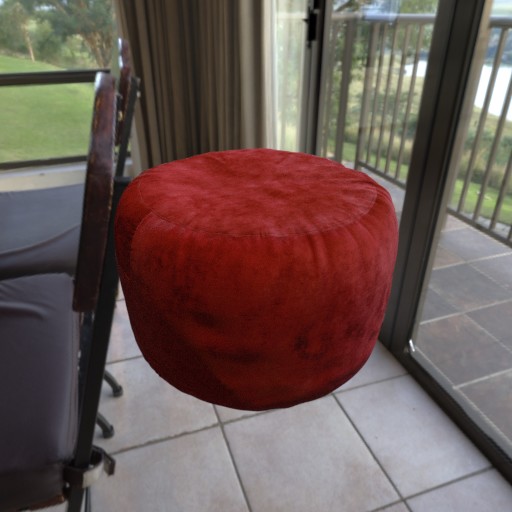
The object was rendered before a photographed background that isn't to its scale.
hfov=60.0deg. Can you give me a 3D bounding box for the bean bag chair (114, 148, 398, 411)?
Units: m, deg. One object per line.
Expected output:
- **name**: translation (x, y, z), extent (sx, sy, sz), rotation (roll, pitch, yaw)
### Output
- **bean bag chair**: translation (0.000, 0.000, 2.037), extent (1.219, 0.762, 1.219), rotation (0, 30, 0)
